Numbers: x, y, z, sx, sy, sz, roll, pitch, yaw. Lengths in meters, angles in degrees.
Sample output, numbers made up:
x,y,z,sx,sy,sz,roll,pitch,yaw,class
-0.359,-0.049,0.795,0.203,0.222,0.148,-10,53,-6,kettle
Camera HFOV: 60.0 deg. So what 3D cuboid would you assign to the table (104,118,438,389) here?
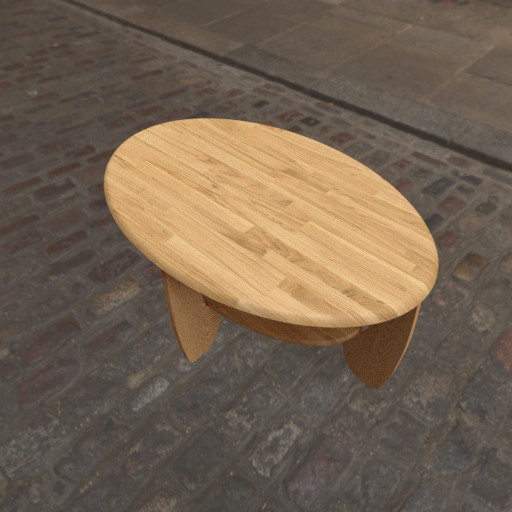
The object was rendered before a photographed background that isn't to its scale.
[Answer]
x,y,z,sx,sy,sz,roll,pitch,yaw,class
0.000,0.000,1.398,1.040,0.490,0.690,33,54,27,table
